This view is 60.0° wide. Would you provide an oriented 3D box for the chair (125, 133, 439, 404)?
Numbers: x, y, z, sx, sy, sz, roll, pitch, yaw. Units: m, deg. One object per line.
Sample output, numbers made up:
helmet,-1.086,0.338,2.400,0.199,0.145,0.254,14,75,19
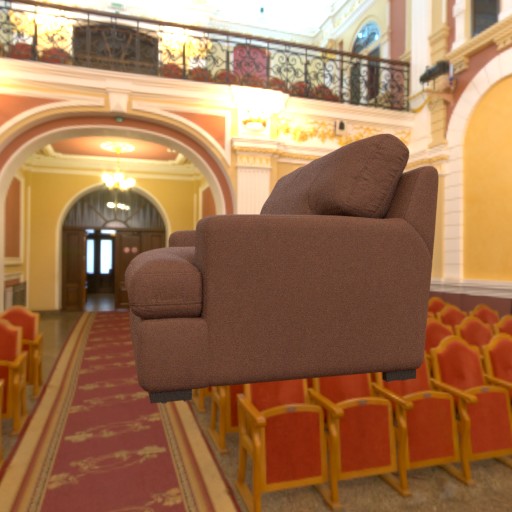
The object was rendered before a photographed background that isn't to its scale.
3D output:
chair,0.000,0.000,2.033,1.143,0.940,1.168,0,0,-17
